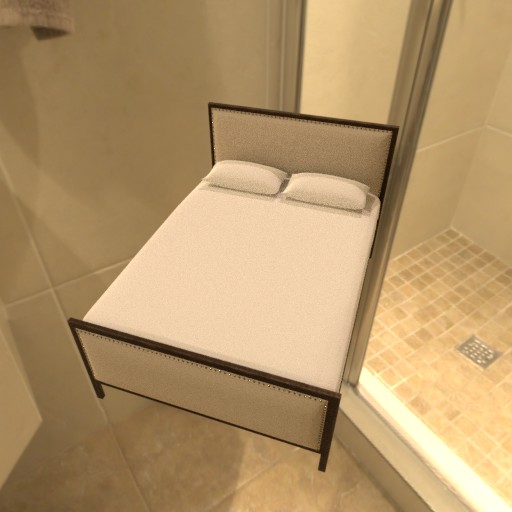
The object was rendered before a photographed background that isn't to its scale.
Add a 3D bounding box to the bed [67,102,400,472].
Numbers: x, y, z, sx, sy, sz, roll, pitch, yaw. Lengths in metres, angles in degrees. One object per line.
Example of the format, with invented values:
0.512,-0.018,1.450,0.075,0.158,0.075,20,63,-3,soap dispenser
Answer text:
0.000,0.000,3.250,1.607,1.313,2.221,12,41,14,bed
